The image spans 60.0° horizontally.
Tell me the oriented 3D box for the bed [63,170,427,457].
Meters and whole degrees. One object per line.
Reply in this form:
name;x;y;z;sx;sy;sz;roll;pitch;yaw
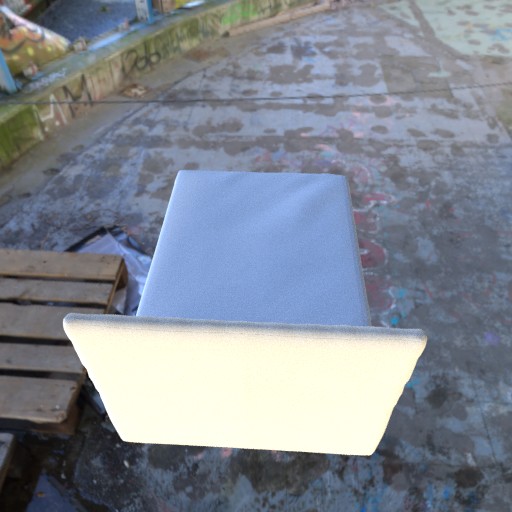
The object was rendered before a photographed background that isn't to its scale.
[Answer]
bed;0.000;0.000;3.323;1.698;1.427;2.387;2;47;2
